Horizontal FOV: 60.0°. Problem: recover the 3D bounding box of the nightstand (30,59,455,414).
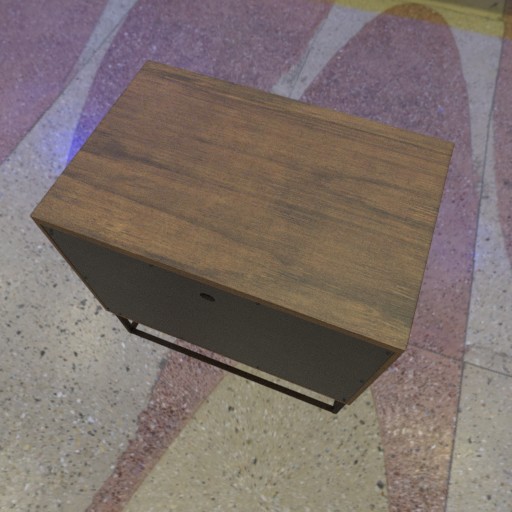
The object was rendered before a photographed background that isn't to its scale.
[{"bbox_3d":[0.000,0.000,1.020,0.610,0.610,0.437,19,63,10],"label":"nightstand"}]
